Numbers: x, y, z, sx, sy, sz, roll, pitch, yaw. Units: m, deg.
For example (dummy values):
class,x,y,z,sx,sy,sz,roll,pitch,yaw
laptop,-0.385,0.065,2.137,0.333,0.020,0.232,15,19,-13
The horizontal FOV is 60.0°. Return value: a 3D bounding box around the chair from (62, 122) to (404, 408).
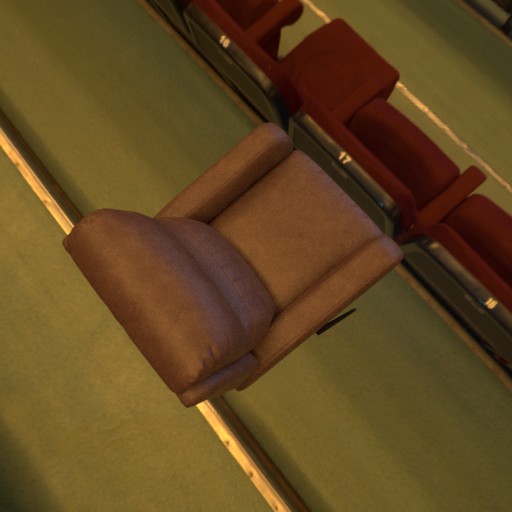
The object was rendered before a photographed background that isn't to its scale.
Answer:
class,x,y,z,sx,sy,sz,roll,pitch,yaw
chair,0.000,0.000,1.832,1.067,1.067,0.865,-39,77,-11
